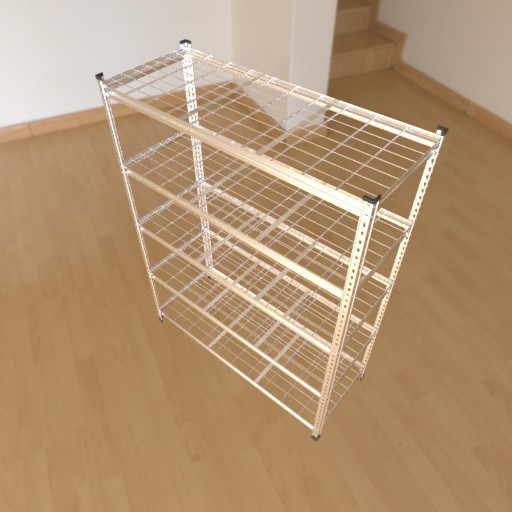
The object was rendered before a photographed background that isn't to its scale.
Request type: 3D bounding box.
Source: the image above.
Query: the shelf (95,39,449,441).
[{"bbox_3d":[0.000,0.000,2.670,1.524,1.981,0.610,31,53,26],"label":"shelf"}]
